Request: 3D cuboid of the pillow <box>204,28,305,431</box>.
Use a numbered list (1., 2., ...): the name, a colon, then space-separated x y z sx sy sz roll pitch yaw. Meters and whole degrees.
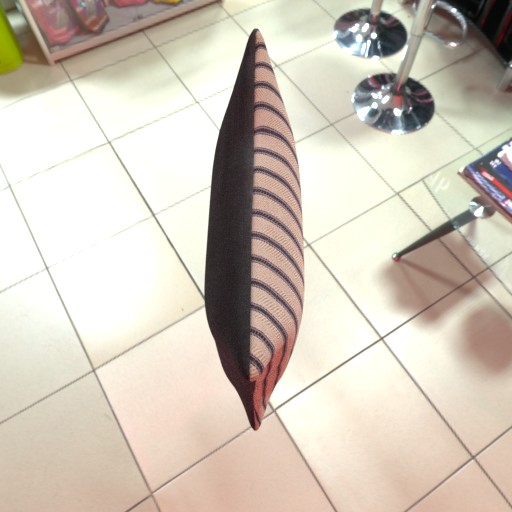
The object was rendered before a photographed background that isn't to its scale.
1. pillow: 0.000 0.000 0.686 0.138 0.444 0.468 1 63 0
